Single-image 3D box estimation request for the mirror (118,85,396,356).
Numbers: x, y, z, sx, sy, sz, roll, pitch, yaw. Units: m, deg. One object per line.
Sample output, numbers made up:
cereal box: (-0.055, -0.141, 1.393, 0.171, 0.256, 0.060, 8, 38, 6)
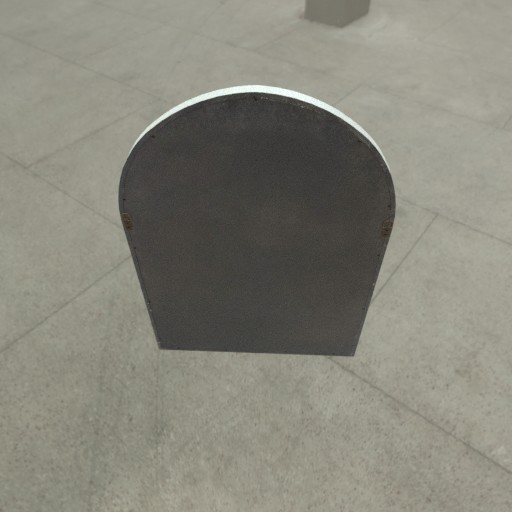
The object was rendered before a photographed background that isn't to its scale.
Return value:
mirror: (0.000, 0.000, 1.177, 0.660, 0.920, 0.032, 2, 46, 2)
